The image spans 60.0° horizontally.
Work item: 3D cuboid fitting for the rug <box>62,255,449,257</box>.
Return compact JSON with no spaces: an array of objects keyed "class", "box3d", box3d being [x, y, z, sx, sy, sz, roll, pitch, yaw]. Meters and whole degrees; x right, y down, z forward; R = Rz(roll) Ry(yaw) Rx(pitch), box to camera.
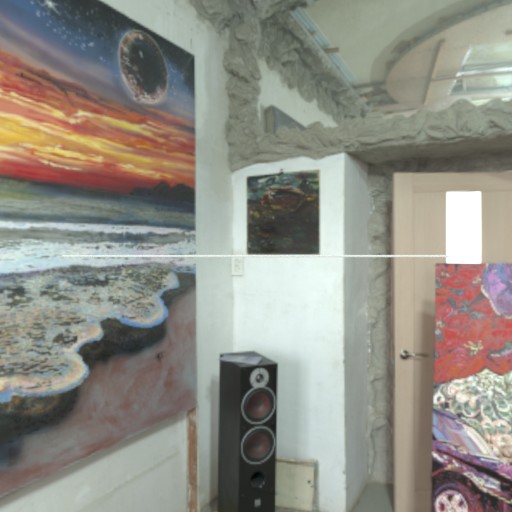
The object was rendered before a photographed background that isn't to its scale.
[{"class":"rug","box3d":[0.000,0.000,2.866,1.522,0.008,2.284,0,0,0]}]
